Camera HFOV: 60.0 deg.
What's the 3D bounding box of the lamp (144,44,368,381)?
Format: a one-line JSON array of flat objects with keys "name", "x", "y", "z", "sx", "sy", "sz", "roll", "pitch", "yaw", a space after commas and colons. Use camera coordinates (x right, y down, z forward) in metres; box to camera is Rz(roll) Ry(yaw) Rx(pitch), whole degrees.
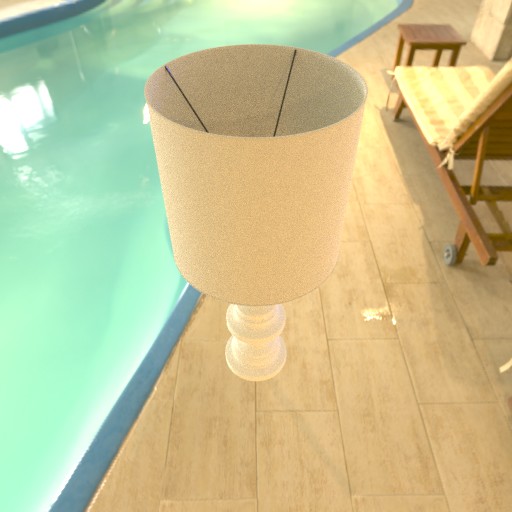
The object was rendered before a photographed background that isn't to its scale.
[{"name": "lamp", "x": 0.000, "y": 0.000, "z": 0.577, "sx": 0.208, "sy": 0.455, "sz": 0.208, "roll": 4, "pitch": 44, "yaw": 4}]
